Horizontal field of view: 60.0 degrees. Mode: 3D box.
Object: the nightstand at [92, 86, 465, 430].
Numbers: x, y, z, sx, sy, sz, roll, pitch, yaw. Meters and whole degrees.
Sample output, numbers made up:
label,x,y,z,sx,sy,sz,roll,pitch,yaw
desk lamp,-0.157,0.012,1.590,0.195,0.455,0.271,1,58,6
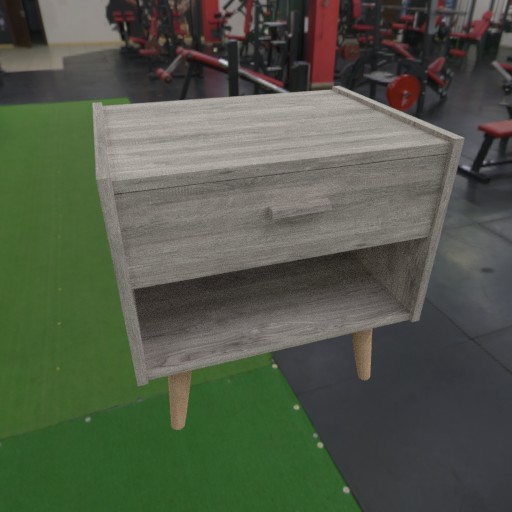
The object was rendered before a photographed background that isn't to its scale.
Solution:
label,x,y,z,sx,sy,sz,roll,pitch,yaw
nightstand,0.000,0.000,0.819,0.480,0.500,0.380,-10,33,-15
